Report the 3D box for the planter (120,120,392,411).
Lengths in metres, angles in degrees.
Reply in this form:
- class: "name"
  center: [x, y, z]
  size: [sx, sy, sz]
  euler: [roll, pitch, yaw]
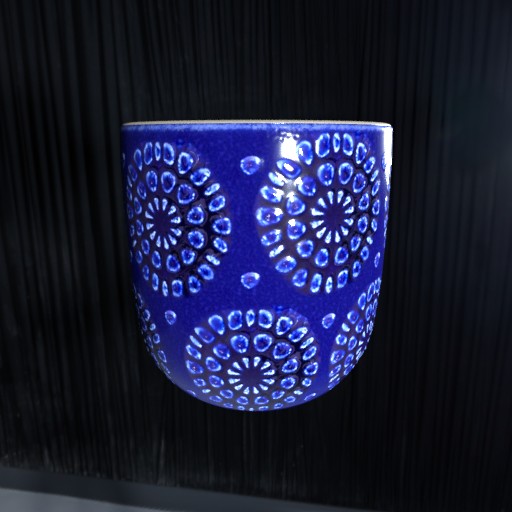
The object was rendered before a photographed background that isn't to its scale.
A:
- class: "planter"
  center: [0.000, 0.000, 0.197]
  size: [0.109, 0.112, 0.109]
  euler: [0, 15, 0]
